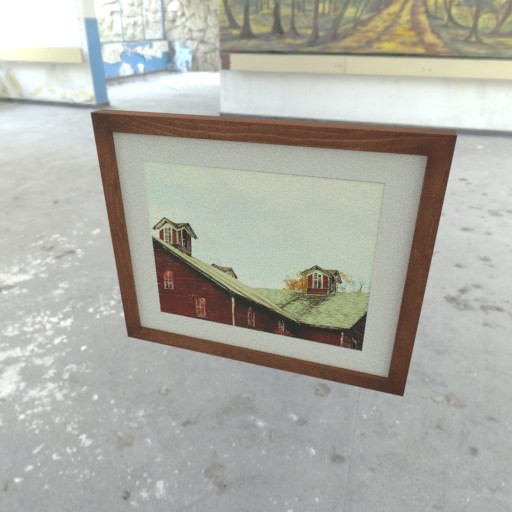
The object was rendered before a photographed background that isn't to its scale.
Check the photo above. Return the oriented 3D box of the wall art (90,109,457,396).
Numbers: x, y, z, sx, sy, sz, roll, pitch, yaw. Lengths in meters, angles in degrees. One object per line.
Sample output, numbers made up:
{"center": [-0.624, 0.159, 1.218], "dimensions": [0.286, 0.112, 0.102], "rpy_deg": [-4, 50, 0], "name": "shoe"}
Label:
{"center": [0.000, 0.000, 0.769], "dimensions": [0.558, 0.457, 0.033], "rpy_deg": [8, 29, 16], "name": "wall art"}
